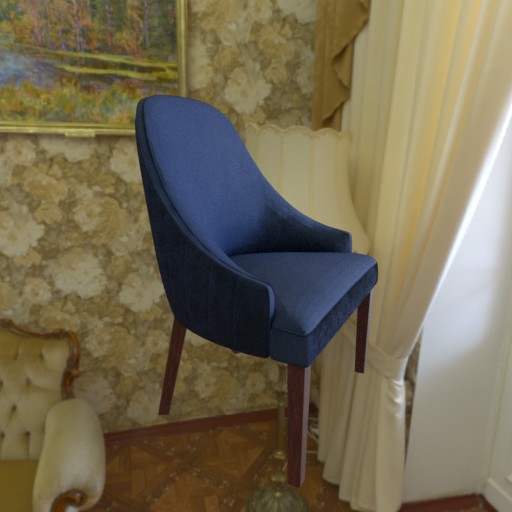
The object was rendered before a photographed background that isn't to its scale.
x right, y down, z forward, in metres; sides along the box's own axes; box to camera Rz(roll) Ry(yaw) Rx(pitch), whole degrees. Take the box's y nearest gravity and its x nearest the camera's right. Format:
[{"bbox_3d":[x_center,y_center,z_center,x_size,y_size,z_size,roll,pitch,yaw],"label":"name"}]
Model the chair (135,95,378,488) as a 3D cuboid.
[{"bbox_3d":[0.000,0.000,1.274,0.575,0.889,0.643,8,17,27],"label":"chair"}]
